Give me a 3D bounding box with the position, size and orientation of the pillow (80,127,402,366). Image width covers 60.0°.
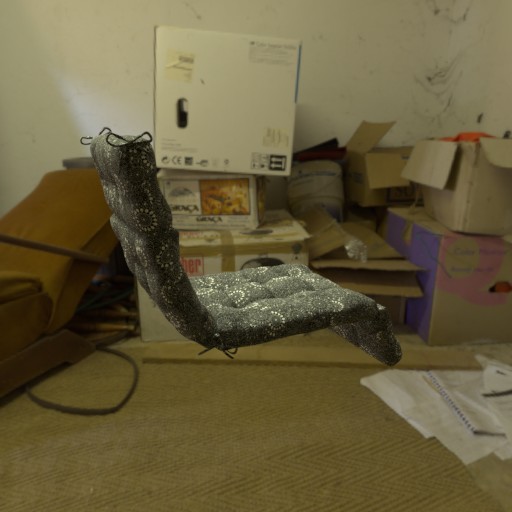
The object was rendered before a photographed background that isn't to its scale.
[{"bbox_3d":[0.000,0.000,1.541,1.016,0.863,0.526,-8,18,-26],"label":"pillow"}]
